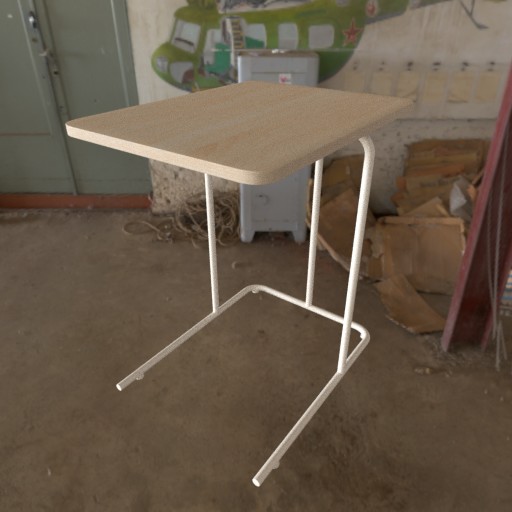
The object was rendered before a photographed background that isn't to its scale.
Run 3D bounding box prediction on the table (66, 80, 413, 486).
[{"bbox_3d":[0.000,0.000,0.860,0.370,0.550,0.480,20,36,31],"label":"table"}]
